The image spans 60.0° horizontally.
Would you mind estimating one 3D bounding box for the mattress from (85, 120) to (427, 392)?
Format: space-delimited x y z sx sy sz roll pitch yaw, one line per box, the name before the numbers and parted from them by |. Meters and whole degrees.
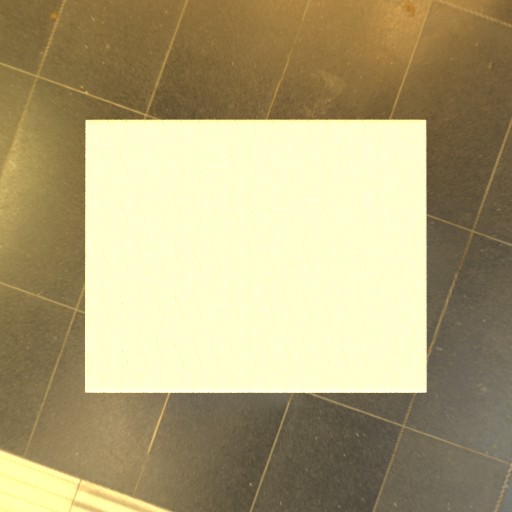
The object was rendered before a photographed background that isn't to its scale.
mattress | 0.000 0.000 2.695 2.000 0.230 1.600 0 90 0
